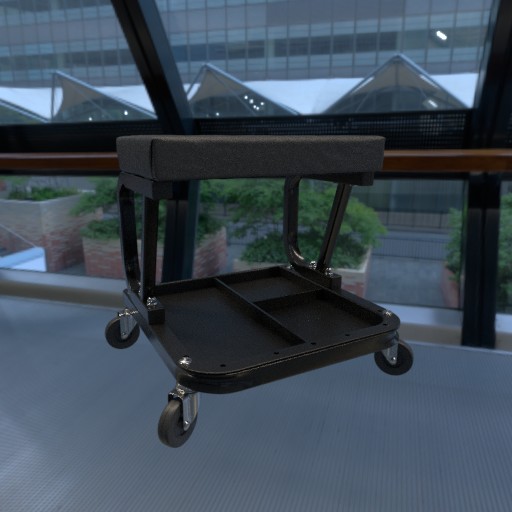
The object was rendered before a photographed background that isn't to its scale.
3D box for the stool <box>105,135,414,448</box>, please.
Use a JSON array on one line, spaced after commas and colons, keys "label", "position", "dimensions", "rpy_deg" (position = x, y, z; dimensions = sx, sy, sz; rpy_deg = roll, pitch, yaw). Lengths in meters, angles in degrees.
[{"label": "stool", "position": [0.000, 0.000, 0.724], "dimensions": [0.446, 0.380, 0.371], "rpy_deg": [-8, 17, -27]}]
